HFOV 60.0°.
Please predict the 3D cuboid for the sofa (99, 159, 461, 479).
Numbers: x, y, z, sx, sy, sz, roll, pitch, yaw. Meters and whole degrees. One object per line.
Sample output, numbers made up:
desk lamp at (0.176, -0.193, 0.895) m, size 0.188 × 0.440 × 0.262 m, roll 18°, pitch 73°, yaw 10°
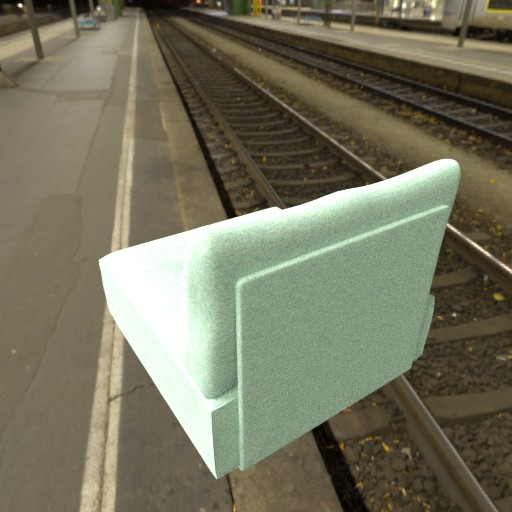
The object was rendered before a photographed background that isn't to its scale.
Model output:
sofa at (0.000, 0.000, 1.670) m, size 0.930 × 0.820 × 1.000 m, roll -19°, pitch 35°, yaw -29°
